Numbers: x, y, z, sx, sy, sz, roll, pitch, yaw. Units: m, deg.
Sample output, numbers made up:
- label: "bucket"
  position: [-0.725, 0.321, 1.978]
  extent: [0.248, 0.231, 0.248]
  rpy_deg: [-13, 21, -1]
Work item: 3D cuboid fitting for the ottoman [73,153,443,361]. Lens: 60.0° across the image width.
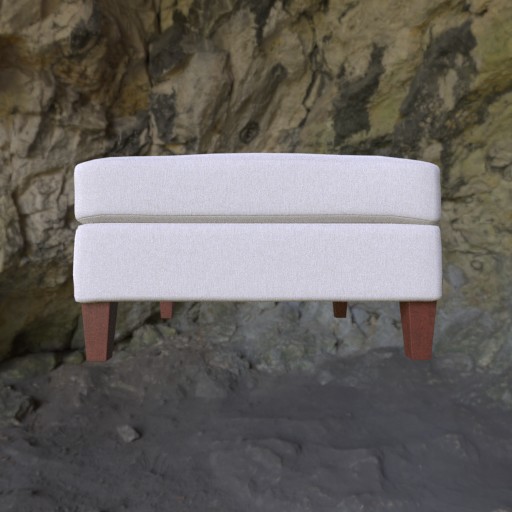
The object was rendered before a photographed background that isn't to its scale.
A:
- label: "ottoman"
  position: [0.000, 0.000, 1.441]
  extent: [0.836, 0.492, 0.976]
  rpy_deg: [0, -2, -1]
